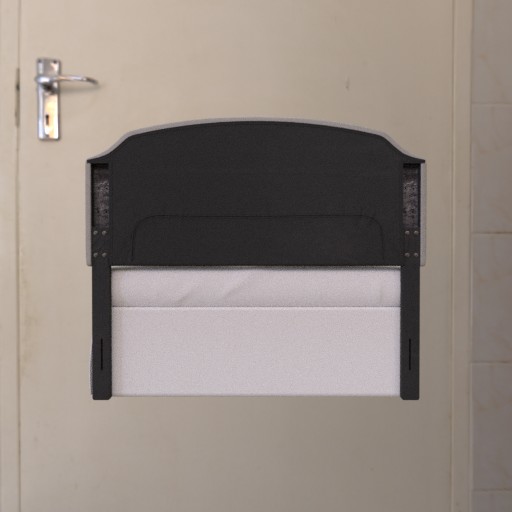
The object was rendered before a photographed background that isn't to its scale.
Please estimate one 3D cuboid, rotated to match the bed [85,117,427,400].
[{"bbox_3d":[0.000,0.000,2.970,1.558,1.270,1.999,0,1,0],"label":"bed"}]
